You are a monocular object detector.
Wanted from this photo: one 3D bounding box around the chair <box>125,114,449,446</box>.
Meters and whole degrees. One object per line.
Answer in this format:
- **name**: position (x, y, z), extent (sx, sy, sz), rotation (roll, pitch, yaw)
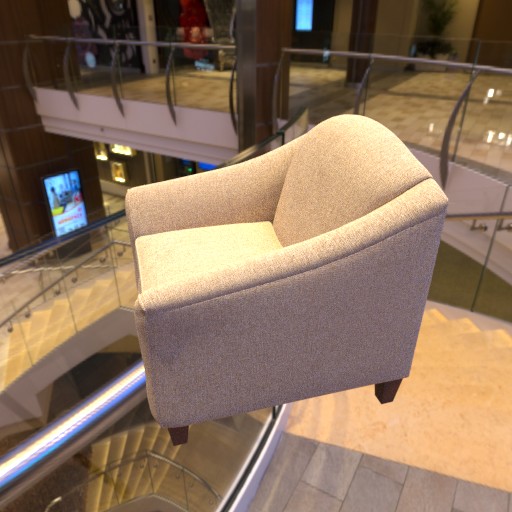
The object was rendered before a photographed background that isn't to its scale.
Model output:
- **chair**: position (0.000, 0.000, 1.445), extent (0.787, 0.839, 0.763), rotation (-8, 30, -14)
